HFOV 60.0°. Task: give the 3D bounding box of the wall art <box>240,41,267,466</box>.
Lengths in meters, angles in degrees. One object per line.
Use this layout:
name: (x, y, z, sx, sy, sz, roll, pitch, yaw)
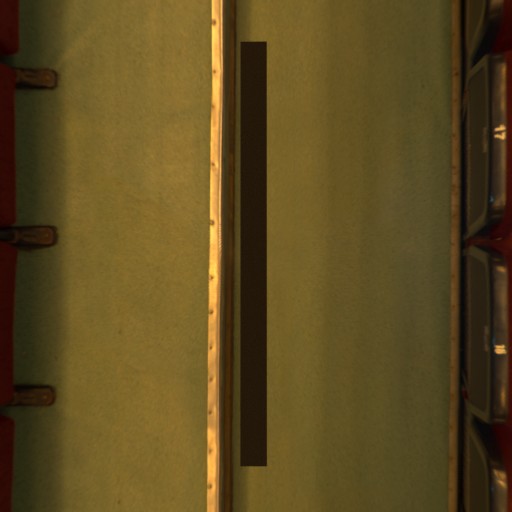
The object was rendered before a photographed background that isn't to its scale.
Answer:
wall art: (0.000, 0.000, 0.756, 0.029, 0.559, 0.457, 0, 89, 1)
